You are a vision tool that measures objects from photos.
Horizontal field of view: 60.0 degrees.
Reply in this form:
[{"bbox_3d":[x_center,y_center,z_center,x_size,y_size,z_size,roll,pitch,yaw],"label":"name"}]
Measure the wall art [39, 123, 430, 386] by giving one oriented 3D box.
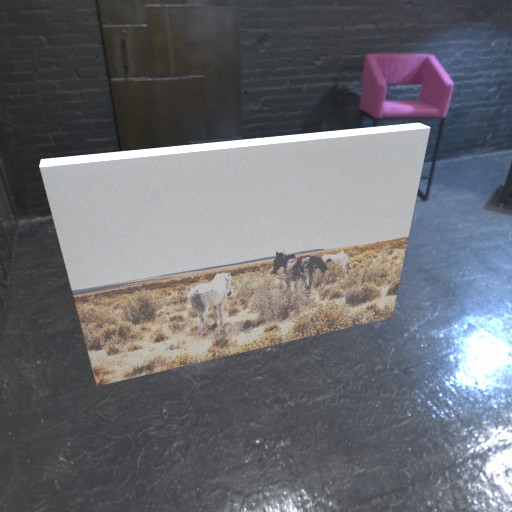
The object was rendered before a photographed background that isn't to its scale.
[{"bbox_3d":[0.000,0.000,1.171,0.914,0.610,0.050,-10,32,-16],"label":"wall art"}]
